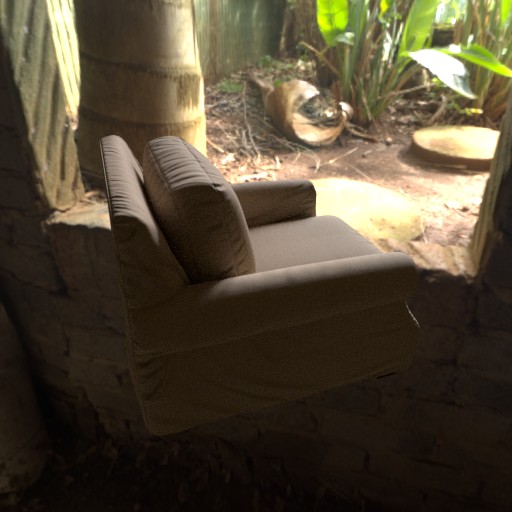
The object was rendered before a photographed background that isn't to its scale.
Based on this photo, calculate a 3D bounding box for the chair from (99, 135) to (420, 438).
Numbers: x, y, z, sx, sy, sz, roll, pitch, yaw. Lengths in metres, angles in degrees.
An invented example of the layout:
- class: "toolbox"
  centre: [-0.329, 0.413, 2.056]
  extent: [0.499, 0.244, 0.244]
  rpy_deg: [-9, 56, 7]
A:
- class: "chair"
  centre: [0.000, 0.000, 1.735]
  extent: [1.066, 0.866, 0.940]
  rpy_deg: [-10, 31, -17]
